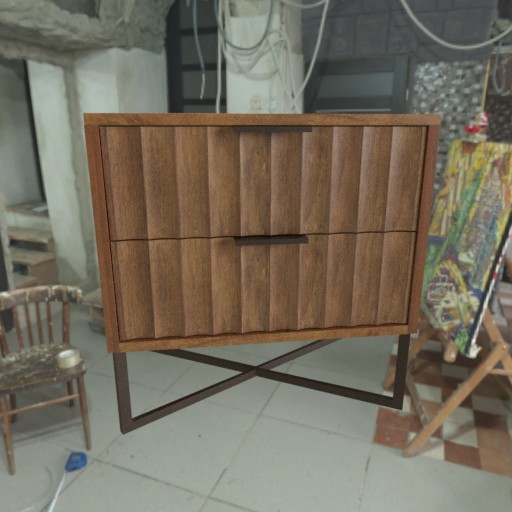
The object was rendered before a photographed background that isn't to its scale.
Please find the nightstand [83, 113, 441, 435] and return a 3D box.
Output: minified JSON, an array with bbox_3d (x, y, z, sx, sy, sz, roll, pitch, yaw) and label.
[{"bbox_3d":[0.000,0.000,1.022,0.613,0.615,0.427,-2,16,-7],"label":"nightstand"}]
